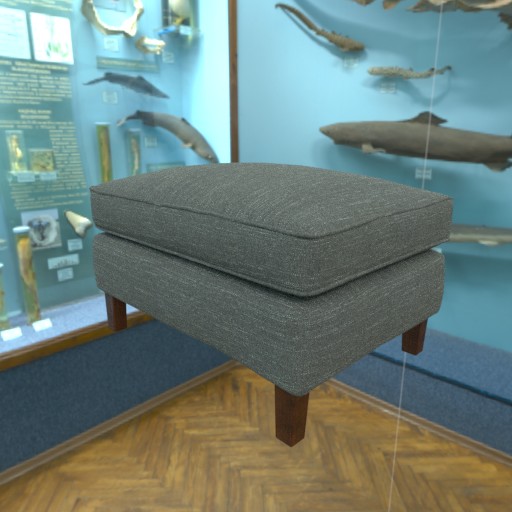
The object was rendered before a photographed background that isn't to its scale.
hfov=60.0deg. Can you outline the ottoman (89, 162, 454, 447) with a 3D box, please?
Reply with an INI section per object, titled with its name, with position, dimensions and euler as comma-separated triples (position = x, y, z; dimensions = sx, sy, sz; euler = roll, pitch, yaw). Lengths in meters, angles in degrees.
[ottoman]
position = 0.000, 0.000, 0.995
dimensions = 0.508, 0.406, 0.686
euler = -15, 22, -42
